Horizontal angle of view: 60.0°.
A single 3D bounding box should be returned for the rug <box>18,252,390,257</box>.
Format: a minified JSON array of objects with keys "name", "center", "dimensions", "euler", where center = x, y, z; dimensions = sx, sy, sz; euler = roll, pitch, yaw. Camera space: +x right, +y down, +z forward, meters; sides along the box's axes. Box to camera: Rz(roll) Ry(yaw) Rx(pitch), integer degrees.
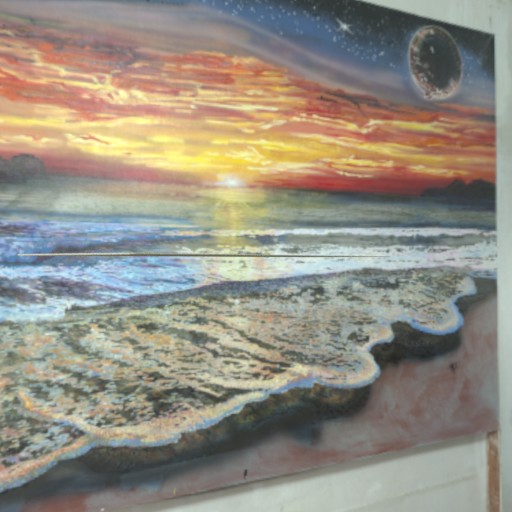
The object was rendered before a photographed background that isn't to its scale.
[{"name":"rug","center":[0.000,0.000,2.665],"dimensions":[0.806,0.006,2.431],"euler":[0,0,36]}]
